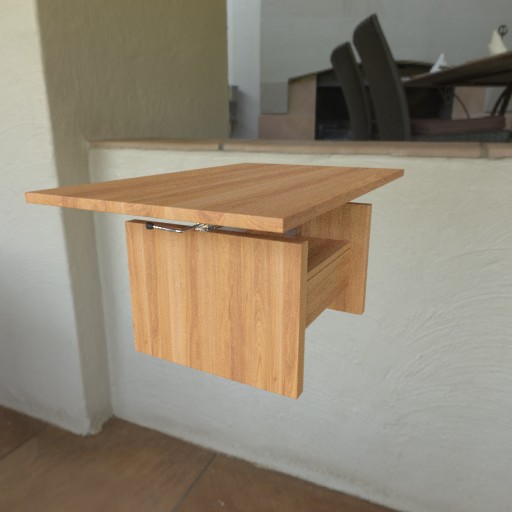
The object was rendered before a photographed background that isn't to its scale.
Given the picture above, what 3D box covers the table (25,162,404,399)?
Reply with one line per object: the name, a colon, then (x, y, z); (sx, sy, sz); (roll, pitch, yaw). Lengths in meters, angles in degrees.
table: (0.000, 0.000, 1.464); (0.700, 0.510, 1.100); (8, 18, 27)
